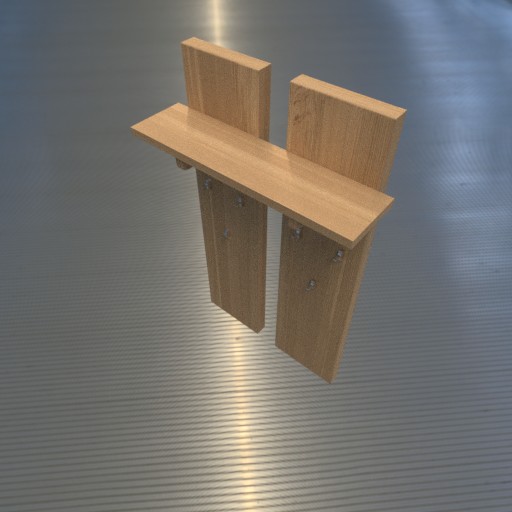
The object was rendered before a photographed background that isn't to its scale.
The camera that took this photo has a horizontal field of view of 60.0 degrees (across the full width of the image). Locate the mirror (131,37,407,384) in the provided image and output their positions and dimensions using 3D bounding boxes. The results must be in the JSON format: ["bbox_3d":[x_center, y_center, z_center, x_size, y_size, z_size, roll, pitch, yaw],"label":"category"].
[{"bbox_3d":[0.000,0.000,1.576,0.800,1.250,0.260,31,54,26],"label":"mirror"}]
